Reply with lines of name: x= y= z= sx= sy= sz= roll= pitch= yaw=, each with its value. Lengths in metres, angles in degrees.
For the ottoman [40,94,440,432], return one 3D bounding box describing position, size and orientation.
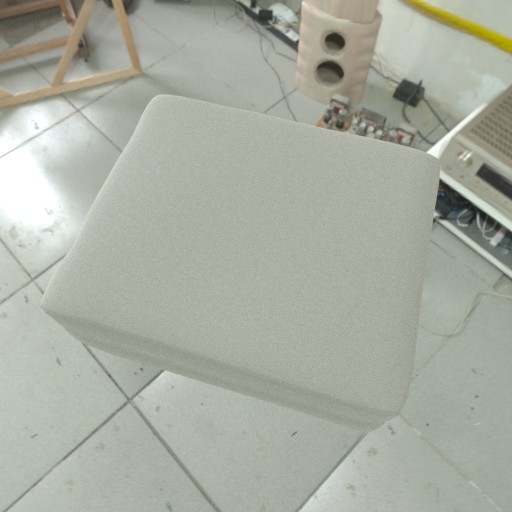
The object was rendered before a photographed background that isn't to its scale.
ottoman: x=0.000 y=0.000 z=1.436 sx=0.976 sy=0.492 sz=0.836 roll=15 pitch=64 yaw=7
